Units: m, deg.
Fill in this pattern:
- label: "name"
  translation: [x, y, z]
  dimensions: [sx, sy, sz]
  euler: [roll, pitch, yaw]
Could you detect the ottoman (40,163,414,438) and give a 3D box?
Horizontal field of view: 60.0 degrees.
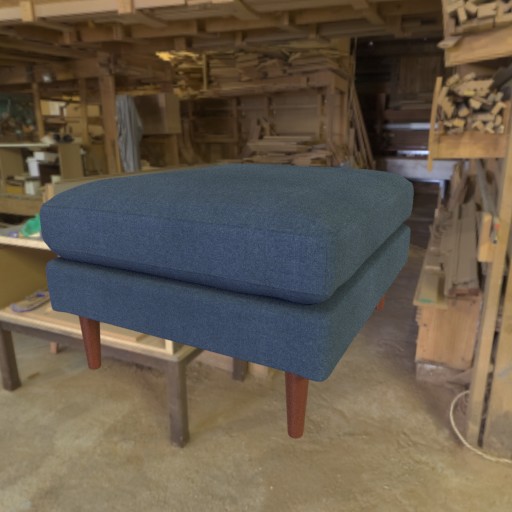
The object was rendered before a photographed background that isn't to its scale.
- label: "ottoman"
  translation: [0.000, 0.000, 1.222]
  dimensions: [0.693, 0.474, 0.821]
  euler: [8, 18, 26]
